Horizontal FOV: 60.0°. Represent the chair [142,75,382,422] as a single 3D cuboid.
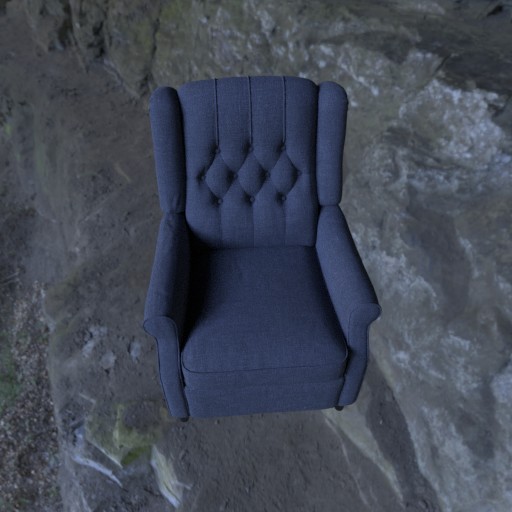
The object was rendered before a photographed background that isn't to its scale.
[{"bbox_3d":[0.000,0.000,1.624,0.742,1.035,0.898,-3,45,-3],"label":"chair"}]
